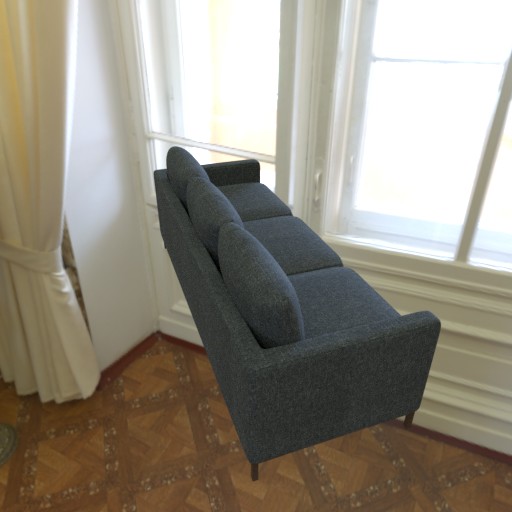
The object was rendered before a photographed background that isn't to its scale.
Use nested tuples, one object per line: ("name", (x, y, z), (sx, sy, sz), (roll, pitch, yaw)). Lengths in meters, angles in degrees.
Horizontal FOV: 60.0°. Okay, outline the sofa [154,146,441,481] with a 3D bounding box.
("sofa", (0.000, 0.000, 2.673), (0.859, 0.874, 2.218), (-10, 32, -17))
